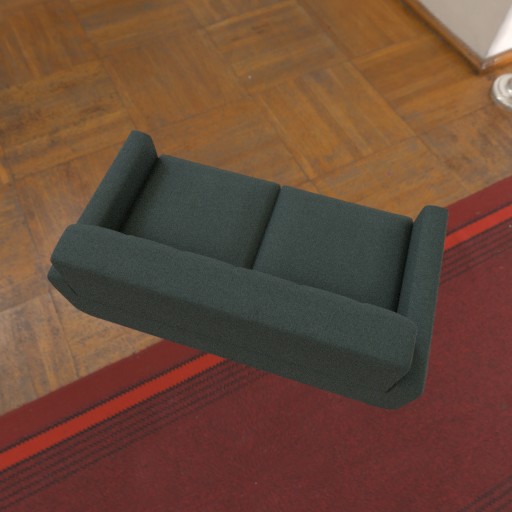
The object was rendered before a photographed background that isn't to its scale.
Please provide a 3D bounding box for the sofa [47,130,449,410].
[{"bbox_3d":[0.000,0.000,2.122,1.631,0.841,0.909,16,64,8],"label":"sofa"}]
